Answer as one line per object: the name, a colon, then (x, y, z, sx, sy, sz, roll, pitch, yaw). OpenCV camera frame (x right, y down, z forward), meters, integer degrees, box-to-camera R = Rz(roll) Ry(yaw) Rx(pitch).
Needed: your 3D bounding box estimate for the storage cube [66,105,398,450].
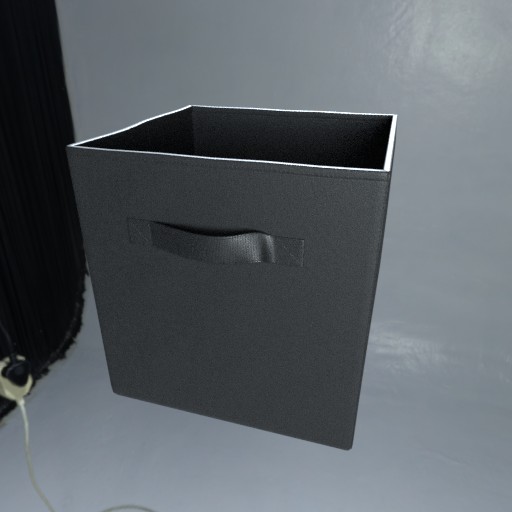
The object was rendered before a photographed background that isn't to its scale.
storage cube: (0.000, 0.000, 0.500, 0.270, 0.280, 0.270, 8, 28, 15)
